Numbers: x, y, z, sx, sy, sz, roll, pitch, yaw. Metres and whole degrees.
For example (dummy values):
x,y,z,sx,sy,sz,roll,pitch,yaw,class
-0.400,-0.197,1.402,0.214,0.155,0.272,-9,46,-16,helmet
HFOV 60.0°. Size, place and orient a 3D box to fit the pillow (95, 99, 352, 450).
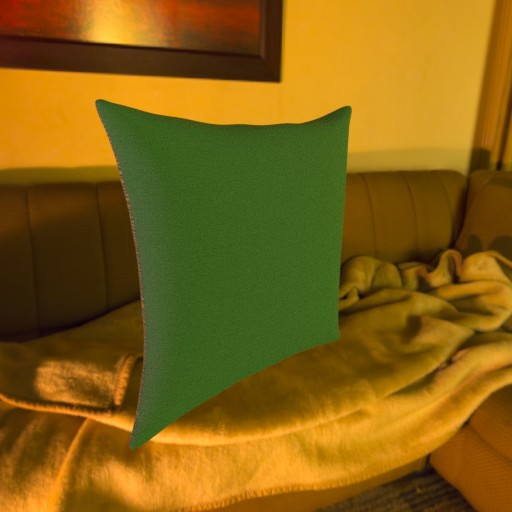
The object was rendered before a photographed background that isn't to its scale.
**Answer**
x,y,z,sx,sy,sz,roll,pitch,yaw,class
0.000,0.000,0.756,0.514,0.497,0.150,-15,22,-41,pillow
